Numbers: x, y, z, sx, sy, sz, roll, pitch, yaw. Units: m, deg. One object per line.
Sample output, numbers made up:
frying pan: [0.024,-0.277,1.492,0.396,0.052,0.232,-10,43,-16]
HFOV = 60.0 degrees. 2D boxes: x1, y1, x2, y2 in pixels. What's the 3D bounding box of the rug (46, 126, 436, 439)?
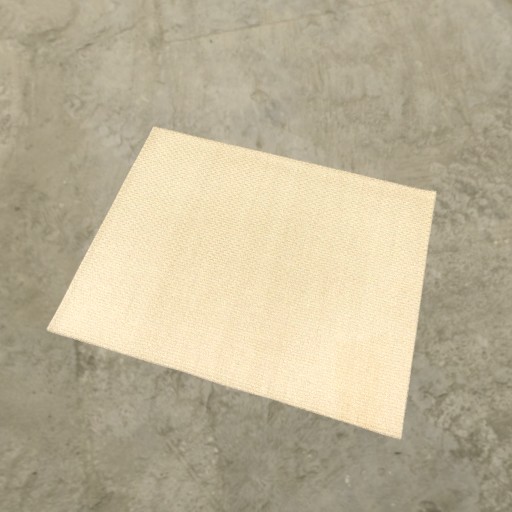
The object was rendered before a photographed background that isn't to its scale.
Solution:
rug: [0.000,0.000,3.904,2.897,0.035,2.277,15,64,7]
